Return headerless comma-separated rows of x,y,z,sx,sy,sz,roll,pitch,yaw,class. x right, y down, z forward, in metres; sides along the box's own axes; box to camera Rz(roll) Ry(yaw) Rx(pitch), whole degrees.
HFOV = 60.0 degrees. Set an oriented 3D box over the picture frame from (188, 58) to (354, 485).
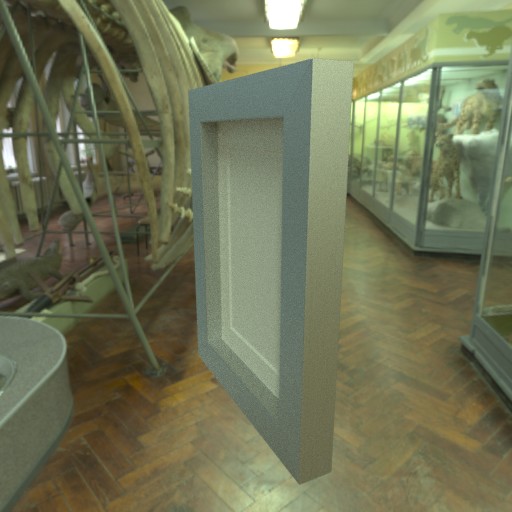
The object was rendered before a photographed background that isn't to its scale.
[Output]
0.000,0.000,0.279,0.028,0.208,0.157,-8,17,-26,picture frame
